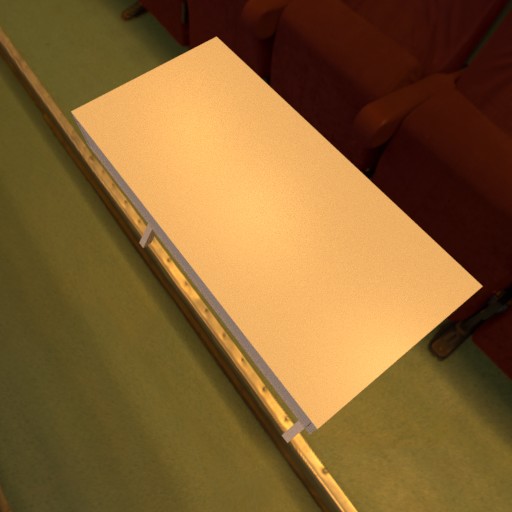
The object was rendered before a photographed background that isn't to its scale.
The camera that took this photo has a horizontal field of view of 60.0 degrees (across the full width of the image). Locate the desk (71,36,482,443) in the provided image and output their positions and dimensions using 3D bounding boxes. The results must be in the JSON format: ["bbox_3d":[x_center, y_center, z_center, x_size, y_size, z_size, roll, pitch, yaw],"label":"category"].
[{"bbox_3d":[0.000,0.000,1.487,0.509,0.780,1.059,-35,69,-15],"label":"desk"}]
